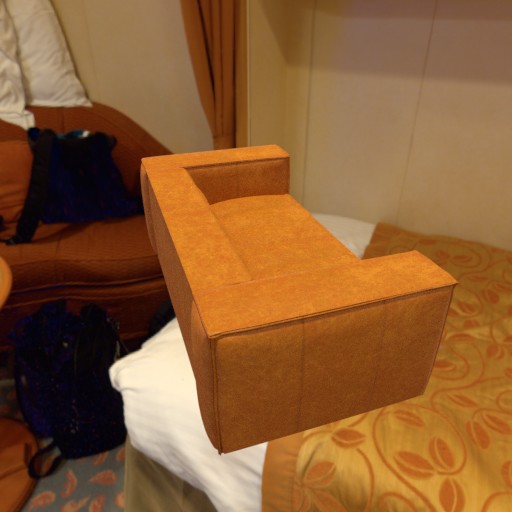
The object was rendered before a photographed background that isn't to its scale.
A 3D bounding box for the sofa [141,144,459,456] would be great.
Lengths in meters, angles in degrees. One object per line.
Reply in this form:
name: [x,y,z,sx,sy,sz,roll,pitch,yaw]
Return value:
sofa: [0.000,0.000,2.637,1.102,0.703,2.088,-10,32,-16]
